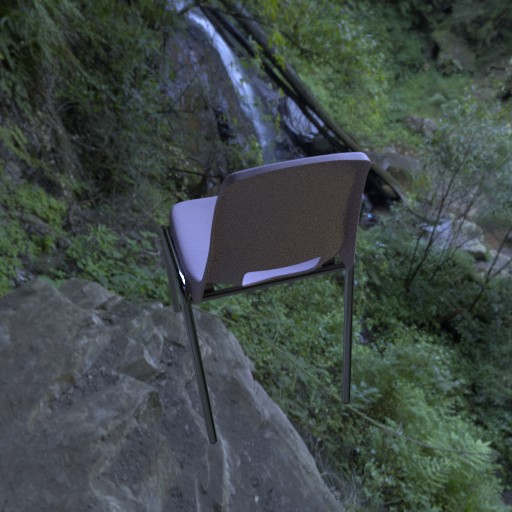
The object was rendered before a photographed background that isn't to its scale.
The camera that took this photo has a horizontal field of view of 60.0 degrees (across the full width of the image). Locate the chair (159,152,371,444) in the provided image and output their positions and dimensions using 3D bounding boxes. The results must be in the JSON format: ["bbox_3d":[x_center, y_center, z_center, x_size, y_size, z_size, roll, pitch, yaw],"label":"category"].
[{"bbox_3d":[0.000,0.000,0.970,0.381,0.704,0.436,-12,44,-13],"label":"chair"}]
